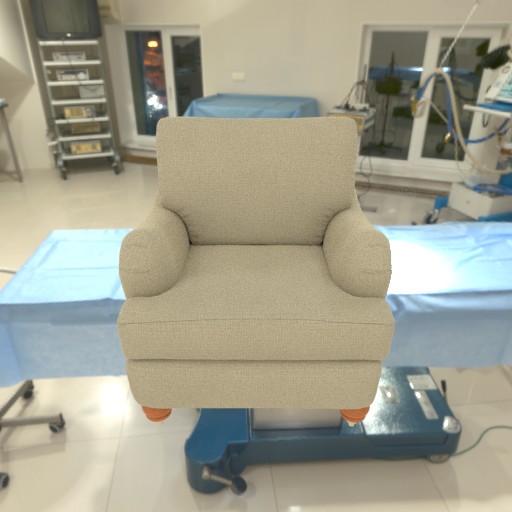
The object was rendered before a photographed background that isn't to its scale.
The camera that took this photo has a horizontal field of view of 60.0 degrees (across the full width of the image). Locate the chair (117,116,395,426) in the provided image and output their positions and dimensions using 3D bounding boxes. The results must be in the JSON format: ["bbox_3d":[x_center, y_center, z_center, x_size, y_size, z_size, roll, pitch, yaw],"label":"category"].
[{"bbox_3d":[0.000,0.000,1.868,0.955,1.038,1.070,0,28,0],"label":"chair"}]
